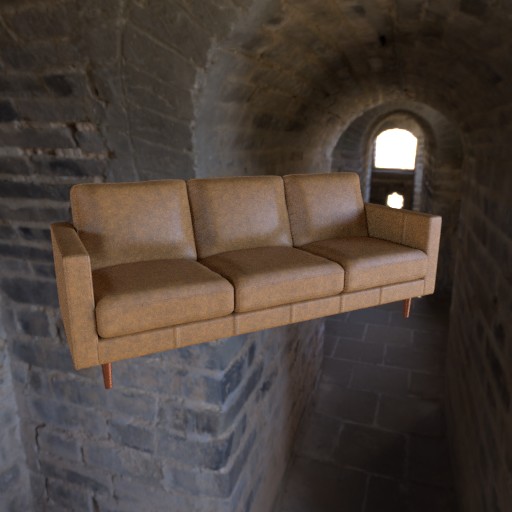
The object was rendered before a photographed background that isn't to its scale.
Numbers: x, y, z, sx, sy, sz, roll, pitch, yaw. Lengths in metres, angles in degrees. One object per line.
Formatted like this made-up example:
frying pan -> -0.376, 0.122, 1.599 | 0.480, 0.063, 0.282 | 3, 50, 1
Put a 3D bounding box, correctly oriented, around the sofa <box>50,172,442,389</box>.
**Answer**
sofa -> 0.000, 0.000, 2.733 | 2.231, 0.930, 0.903 | -7, 16, -26
